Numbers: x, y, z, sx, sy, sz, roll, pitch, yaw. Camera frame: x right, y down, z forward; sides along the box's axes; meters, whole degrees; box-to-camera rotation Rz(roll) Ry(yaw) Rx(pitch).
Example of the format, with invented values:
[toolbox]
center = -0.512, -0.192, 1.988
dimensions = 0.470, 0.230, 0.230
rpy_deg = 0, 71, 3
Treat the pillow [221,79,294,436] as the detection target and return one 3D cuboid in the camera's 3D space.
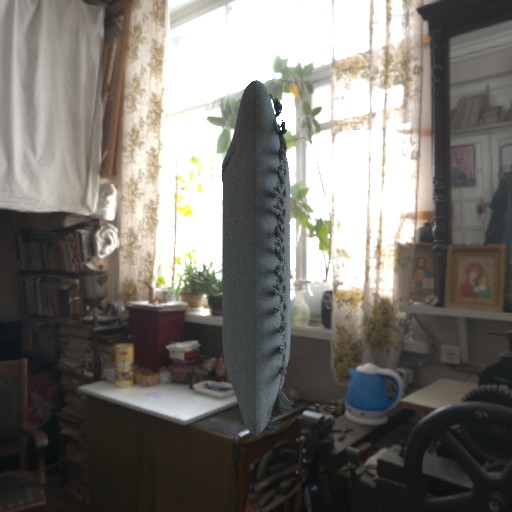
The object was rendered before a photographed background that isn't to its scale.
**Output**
[pillow]
center = 0.000, 0.000, 0.597
dimensions = 0.084, 0.305, 0.466
rpy_deg = 0, 0, 0
